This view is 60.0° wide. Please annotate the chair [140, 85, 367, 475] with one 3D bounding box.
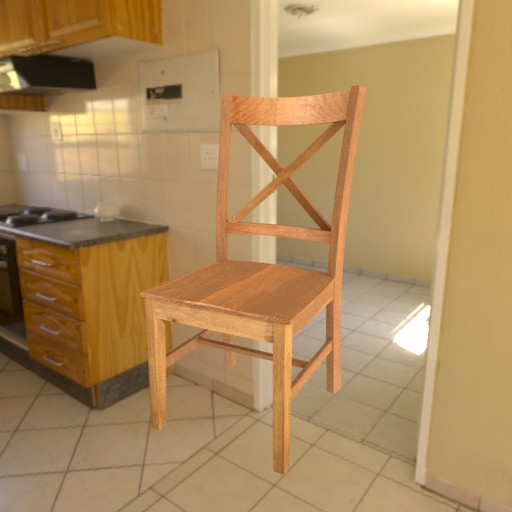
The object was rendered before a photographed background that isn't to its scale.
[{"bbox_3d":[0.000,0.000,1.326,0.485,0.983,0.542,7,16,26],"label":"chair"}]
